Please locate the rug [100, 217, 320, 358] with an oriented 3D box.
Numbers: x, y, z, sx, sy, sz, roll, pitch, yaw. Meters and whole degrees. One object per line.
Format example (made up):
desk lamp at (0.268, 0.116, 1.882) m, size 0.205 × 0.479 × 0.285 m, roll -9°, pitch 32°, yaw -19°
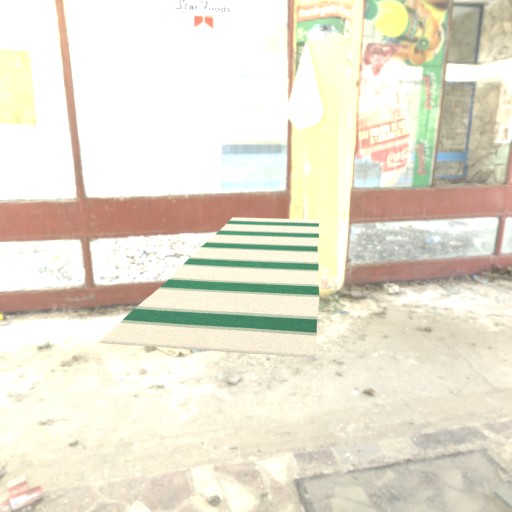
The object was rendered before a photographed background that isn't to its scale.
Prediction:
rug at (0.000, 0.000, 2.684) m, size 0.768 × 0.012 × 2.438 m, roll 2°, pitch 16°, yaw 8°
